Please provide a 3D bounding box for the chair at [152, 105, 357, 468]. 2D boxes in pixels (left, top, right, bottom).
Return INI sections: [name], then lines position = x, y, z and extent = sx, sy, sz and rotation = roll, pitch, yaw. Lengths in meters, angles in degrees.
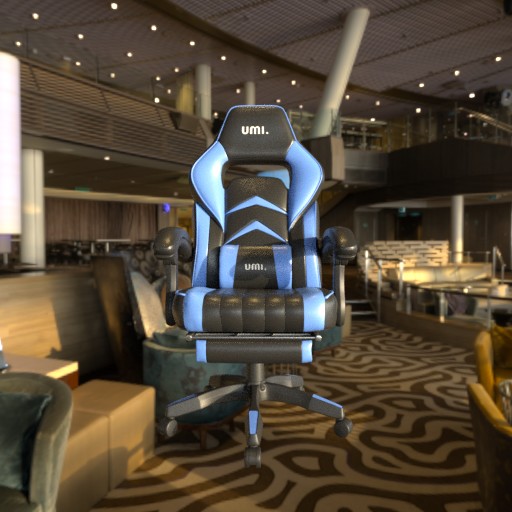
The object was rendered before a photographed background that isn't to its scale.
[chair]
position = 0.000, 0.000, 1.667
extent = 0.700, 1.280, 0.700
rotation = 0, 2, 1
